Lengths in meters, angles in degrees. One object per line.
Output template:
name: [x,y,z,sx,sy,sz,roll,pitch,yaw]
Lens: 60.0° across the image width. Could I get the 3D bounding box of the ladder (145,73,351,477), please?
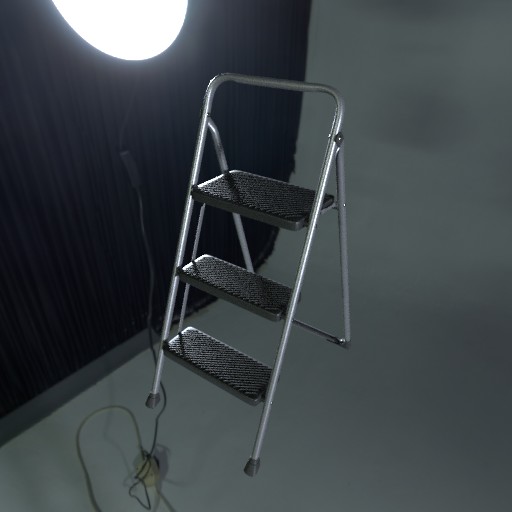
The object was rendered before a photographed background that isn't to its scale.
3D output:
ladder: [0.000,0.000,1.279,0.430,0.945,0.629,20,36,30]
